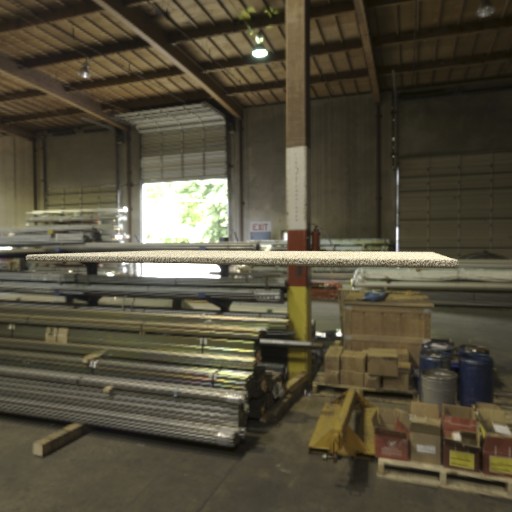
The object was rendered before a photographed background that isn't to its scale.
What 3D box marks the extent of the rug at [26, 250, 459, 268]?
[{"bbox_3d":[0.000,0.000,2.276,1.778,0.030,1.219,1,2,18],"label":"rug"}]
